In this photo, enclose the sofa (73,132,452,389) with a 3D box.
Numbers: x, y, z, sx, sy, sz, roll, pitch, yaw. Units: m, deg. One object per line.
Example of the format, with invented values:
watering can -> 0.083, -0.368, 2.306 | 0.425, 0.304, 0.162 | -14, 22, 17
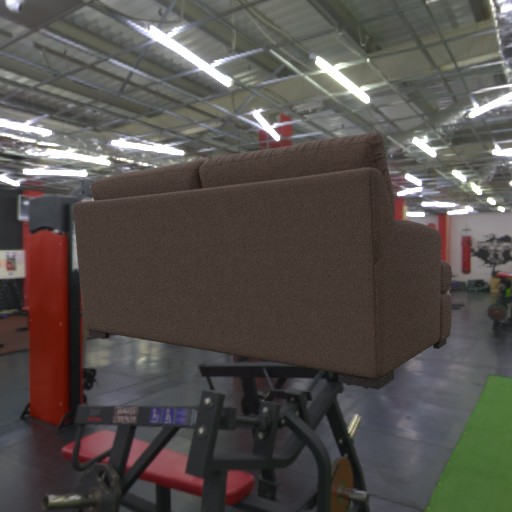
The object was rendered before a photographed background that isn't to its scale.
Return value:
sofa -> 0.000, 0.000, 2.466 | 1.869, 0.950, 1.140 | 0, 0, 36
